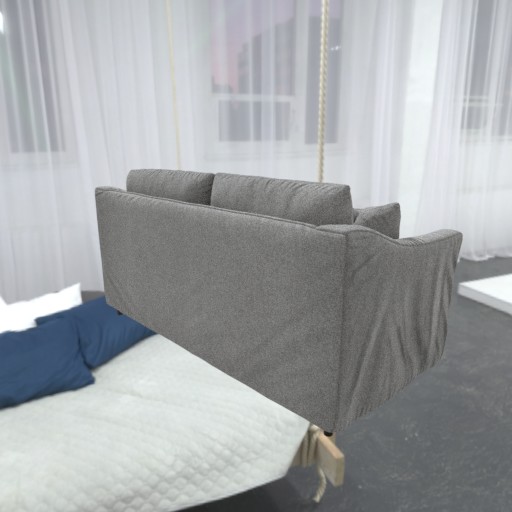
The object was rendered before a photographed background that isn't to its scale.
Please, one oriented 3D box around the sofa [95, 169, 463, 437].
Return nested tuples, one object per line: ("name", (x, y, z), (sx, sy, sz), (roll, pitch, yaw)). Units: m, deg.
("sofa", (0.000, 0.000, 2.654), (1.072, 1.018, 2.010), (-14, 20, -42))
